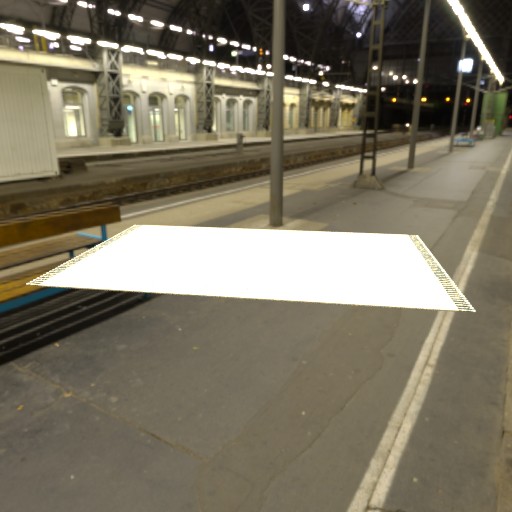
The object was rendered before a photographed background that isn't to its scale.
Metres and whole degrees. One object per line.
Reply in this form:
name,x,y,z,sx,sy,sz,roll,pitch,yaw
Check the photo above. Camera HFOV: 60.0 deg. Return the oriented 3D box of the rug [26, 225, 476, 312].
rug,0.000,0.000,3.084,2.438,0.010,1.524,3,17,9
